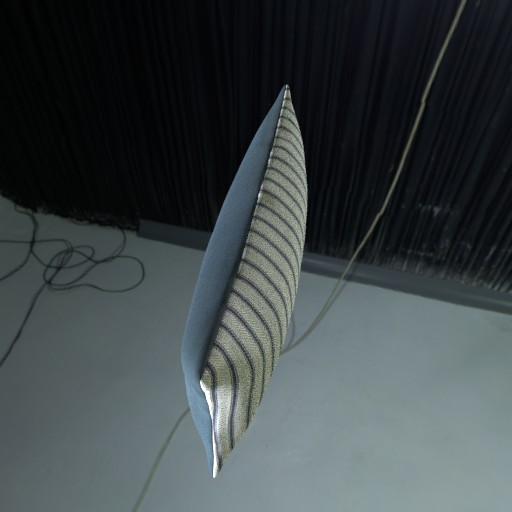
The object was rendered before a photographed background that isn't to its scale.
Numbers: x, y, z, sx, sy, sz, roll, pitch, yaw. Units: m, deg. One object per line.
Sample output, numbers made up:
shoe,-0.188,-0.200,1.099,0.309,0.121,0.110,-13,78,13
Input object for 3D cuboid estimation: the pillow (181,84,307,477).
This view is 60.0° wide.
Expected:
pillow,0.000,0.000,0.732,0.151,0.305,0.609,8,47,7
